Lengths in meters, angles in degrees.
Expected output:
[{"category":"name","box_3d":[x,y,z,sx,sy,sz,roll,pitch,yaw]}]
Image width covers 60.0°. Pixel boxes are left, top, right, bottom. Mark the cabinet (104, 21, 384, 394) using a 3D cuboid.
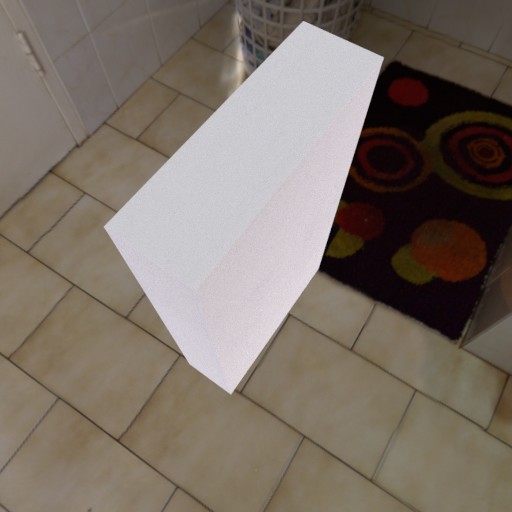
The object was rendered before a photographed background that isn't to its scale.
[{"category":"cabinet","box_3d":[0.000,0.000,1.570,0.250,1.280,0.750,32,68,14]}]
